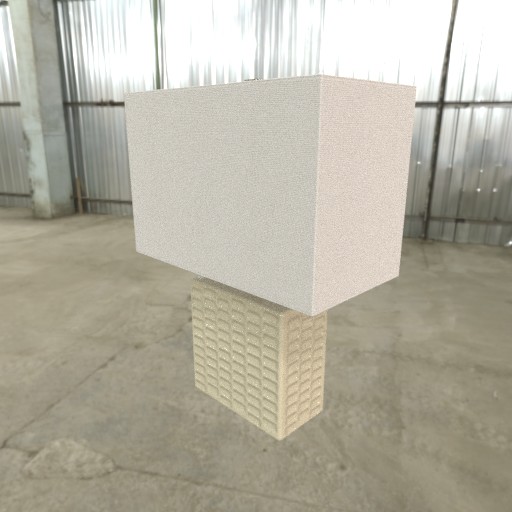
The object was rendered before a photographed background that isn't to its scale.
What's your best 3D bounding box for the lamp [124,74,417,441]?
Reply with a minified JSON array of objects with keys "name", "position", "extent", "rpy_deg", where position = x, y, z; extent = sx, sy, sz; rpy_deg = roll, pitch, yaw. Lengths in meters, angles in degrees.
[{"name":"lamp","position":[0.000,0.000,0.693],"extent":[0.200,0.515,0.380],"rpy_deg":[-16,23,-43]}]
